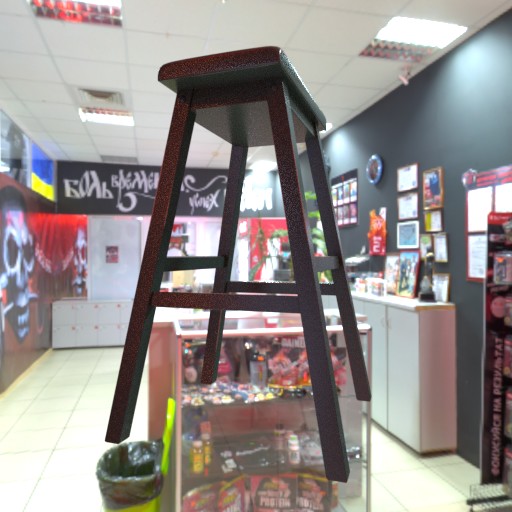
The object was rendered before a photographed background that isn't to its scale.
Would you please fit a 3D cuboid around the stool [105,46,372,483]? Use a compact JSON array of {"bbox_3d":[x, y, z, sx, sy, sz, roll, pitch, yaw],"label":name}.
[{"bbox_3d":[0.000,0.000,1.013,0.476,0.737,0.457,0,0,19],"label":"stool"}]
